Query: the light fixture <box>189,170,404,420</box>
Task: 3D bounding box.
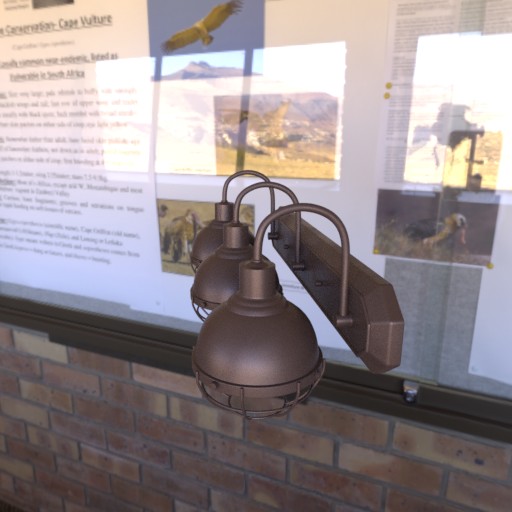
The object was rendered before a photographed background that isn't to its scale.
[{"bbox_3d":[0.000,0.000,0.763,0.229,0.254,0.634,-2,16,-8],"label":"light fixture"}]
